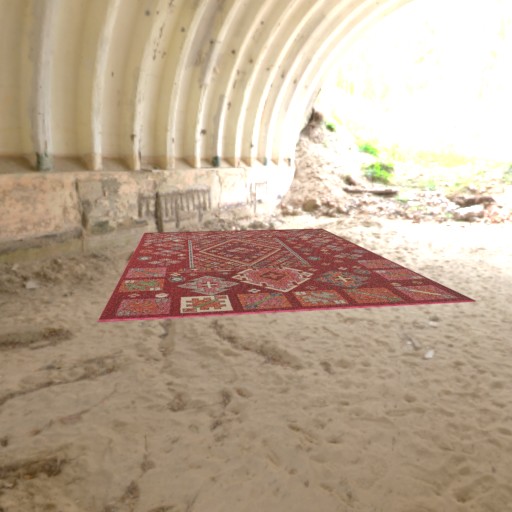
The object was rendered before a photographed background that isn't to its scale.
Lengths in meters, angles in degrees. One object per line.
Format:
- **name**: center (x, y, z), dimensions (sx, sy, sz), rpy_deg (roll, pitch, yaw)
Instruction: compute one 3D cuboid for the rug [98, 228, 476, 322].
- **rug**: center (0.000, 0.000, 4.317), dimensions (2.389, 0.011, 3.306), rpy_deg (-2, 12, -9)
